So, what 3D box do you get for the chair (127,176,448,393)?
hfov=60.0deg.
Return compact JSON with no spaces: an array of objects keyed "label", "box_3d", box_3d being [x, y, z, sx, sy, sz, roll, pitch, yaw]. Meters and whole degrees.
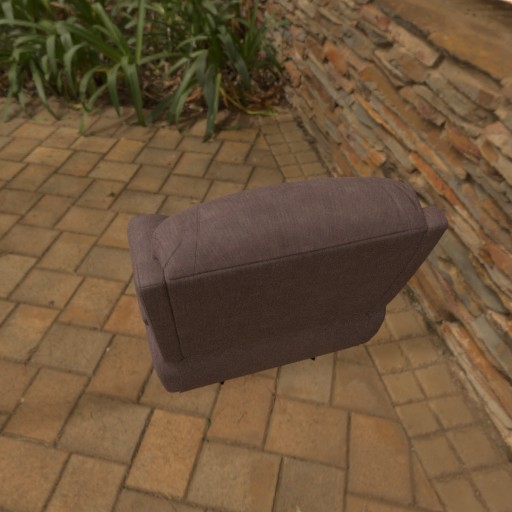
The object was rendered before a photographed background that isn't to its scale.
[{"label":"chair","box_3d":[0.000,0.000,1.717,0.930,1.011,0.899,-12,43,-12]}]
